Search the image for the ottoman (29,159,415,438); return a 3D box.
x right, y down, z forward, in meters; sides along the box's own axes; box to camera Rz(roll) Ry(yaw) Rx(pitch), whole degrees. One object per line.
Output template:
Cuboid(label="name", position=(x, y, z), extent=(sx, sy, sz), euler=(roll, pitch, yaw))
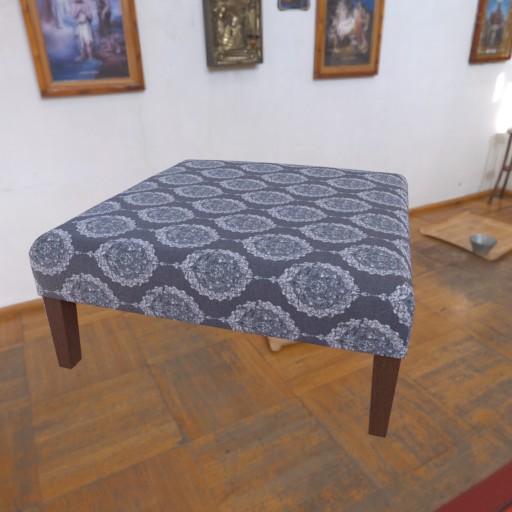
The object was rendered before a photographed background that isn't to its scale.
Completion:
Cuboid(label="ottoman", position=(0.000, 0.000, 1.393), extent=(0.890, 0.409, 0.889), euler=(7, 26, 15))
